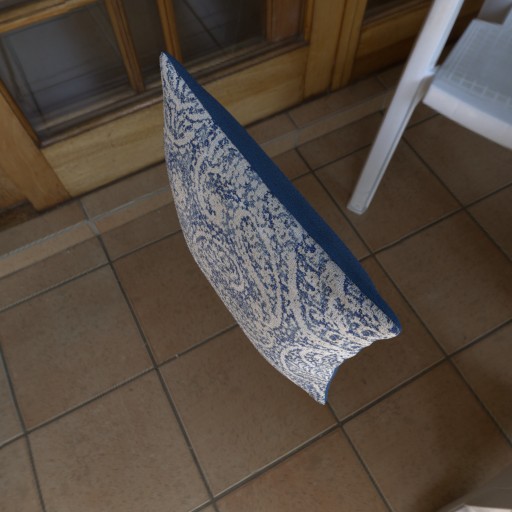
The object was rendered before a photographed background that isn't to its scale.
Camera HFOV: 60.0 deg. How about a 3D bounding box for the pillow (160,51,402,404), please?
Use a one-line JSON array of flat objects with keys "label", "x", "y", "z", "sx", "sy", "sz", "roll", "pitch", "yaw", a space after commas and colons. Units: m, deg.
[{"label": "pillow", "x": 0.000, "y": 0.000, "z": 0.785, "sx": 0.166, "sy": 0.510, "sz": 0.523, "roll": -31, "pitch": 68, "yaw": -14}]
